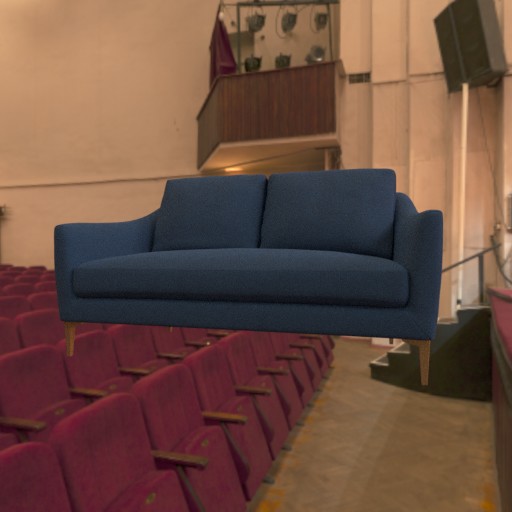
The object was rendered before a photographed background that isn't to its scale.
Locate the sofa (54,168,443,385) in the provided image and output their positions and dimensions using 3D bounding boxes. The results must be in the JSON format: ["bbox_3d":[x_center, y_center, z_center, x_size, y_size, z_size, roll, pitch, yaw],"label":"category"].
[{"bbox_3d":[0.000,0.000,2.176,1.619,0.902,0.960,0,0,17],"label":"sofa"}]
